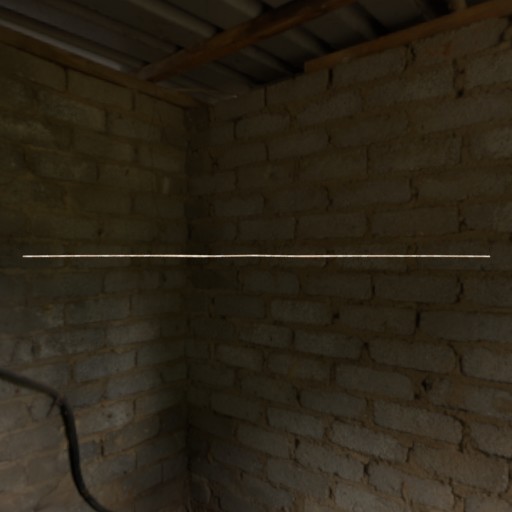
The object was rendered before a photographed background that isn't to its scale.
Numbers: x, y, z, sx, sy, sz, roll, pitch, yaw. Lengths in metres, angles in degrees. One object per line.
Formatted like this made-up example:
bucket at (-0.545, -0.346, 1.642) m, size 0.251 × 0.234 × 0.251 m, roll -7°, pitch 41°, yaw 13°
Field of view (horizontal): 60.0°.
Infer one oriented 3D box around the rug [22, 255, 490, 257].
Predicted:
rug at (0.000, 0.000, 2.206) m, size 1.745 × 0.010 × 1.146 m, roll 0°, pitch 0°, yaw 0°
